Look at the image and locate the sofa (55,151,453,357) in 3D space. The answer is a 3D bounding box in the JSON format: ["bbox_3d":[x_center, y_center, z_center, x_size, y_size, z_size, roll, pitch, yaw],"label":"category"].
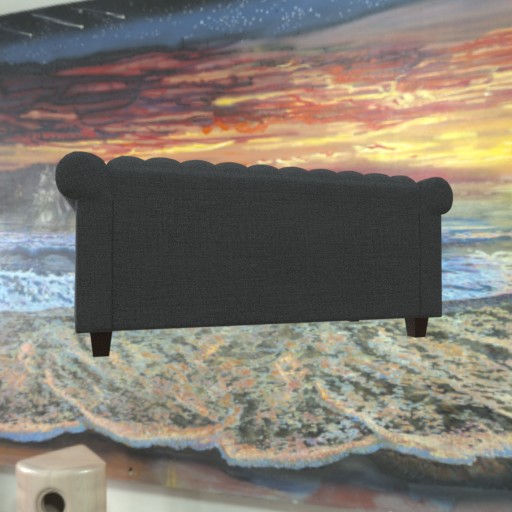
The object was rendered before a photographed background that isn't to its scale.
[{"bbox_3d":[0.000,0.000,2.261,1.798,0.797,0.783,0,-1,-18],"label":"sofa"}]
